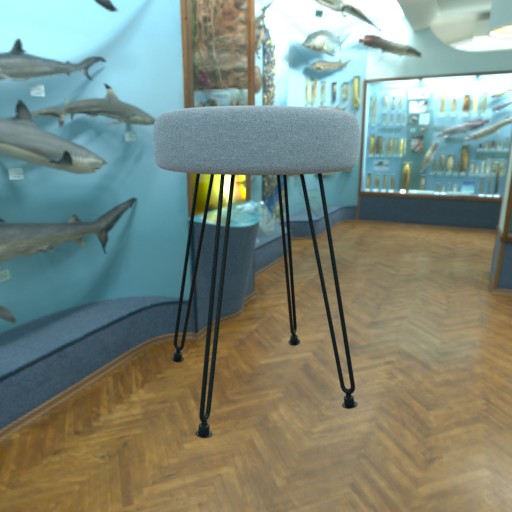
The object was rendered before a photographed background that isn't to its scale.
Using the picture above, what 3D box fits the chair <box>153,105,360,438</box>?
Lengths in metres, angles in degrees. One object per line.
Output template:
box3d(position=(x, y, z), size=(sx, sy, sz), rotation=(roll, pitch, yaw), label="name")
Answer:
box3d(position=(0.000, 0.000, 0.702), size=(0.350, 0.440, 0.350), rotation=(7, 16, 26), label="chair")
